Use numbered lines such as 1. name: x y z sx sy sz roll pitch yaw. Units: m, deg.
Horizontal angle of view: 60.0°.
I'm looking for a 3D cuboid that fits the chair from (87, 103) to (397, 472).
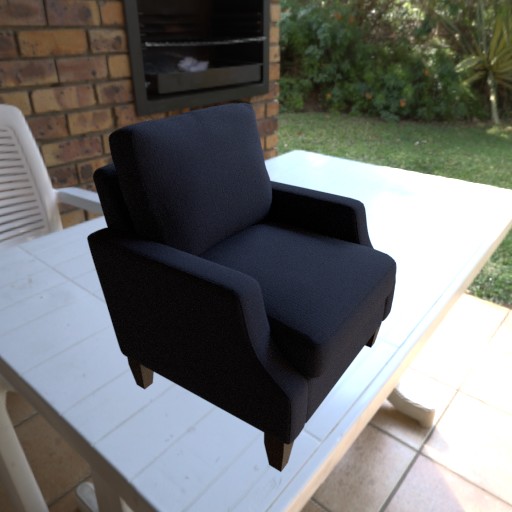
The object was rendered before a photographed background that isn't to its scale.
1. chair: 0.000 0.000 1.652 0.897 0.991 0.855 18 33 31
